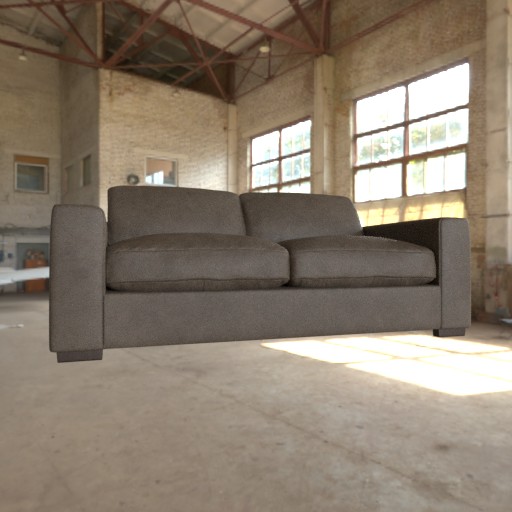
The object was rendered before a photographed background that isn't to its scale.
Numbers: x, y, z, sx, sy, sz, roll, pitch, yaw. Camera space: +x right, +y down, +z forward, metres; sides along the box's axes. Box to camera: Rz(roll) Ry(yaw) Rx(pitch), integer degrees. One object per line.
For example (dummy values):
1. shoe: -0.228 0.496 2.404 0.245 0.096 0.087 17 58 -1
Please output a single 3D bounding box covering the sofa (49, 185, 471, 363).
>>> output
1. sofa: 0.000 0.000 2.384 1.920 0.800 1.070 0 0 -18
